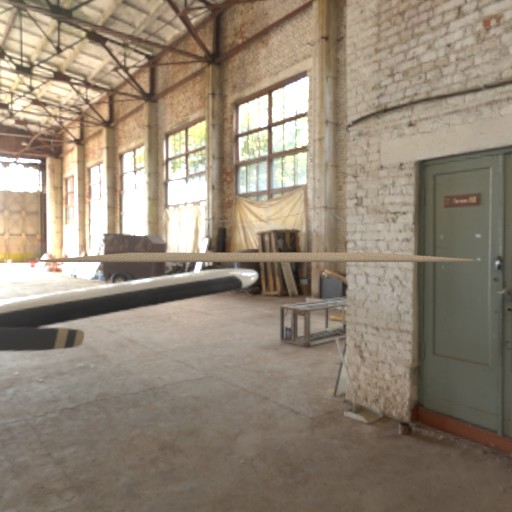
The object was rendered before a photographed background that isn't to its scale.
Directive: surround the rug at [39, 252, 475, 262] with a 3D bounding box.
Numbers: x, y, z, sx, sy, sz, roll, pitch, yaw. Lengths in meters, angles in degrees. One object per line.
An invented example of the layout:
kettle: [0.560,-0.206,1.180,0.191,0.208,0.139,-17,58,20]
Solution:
rug: [0.000,0.000,4.284,3.051,0.020,2.407,0,2,-1]
